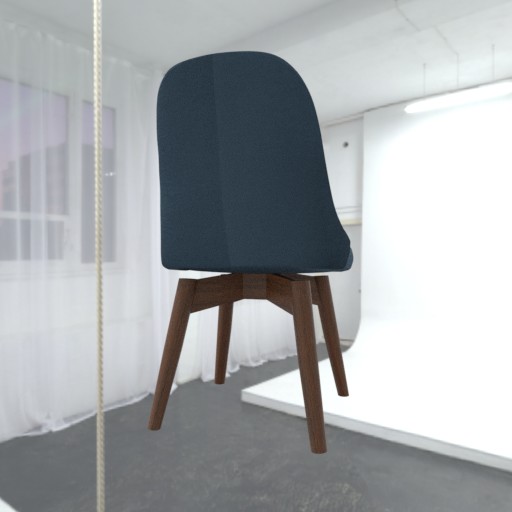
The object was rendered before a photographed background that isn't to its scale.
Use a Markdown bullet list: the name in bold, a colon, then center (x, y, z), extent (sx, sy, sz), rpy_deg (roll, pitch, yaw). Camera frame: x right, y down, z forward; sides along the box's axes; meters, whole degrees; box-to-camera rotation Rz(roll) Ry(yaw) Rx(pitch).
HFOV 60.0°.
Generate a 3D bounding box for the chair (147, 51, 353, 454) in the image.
- **chair**: center (0.000, 0.000, 1.241), extent (0.503, 0.882, 0.589), rpy_deg (0, 0, 18)
